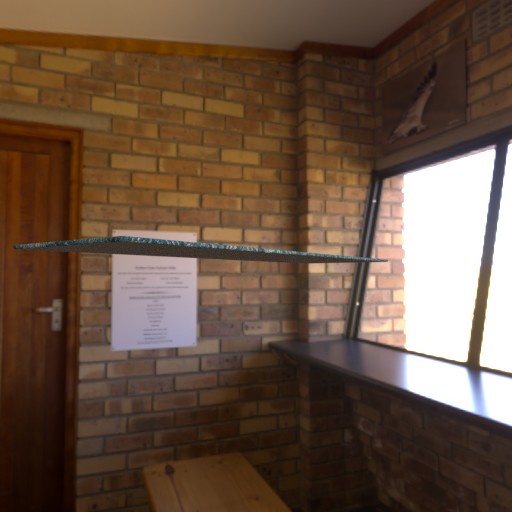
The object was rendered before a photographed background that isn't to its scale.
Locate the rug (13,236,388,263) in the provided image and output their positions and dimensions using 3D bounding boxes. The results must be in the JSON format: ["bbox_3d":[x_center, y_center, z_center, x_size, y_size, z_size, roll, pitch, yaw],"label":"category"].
[{"bbox_3d":[0.000,0.000,2.441,0.676,0.016,2.286,-2,-3,36],"label":"rug"}]
